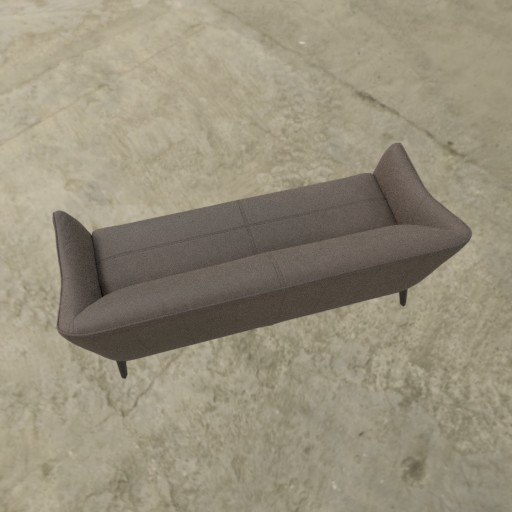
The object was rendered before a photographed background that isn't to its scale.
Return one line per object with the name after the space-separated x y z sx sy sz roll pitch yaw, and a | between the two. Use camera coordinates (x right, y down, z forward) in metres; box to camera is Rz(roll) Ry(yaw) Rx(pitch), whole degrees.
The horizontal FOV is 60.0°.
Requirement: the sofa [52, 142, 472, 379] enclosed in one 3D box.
0.000 0.000 2.338 1.928 0.831 0.869 -13 58 -8 | sofa
